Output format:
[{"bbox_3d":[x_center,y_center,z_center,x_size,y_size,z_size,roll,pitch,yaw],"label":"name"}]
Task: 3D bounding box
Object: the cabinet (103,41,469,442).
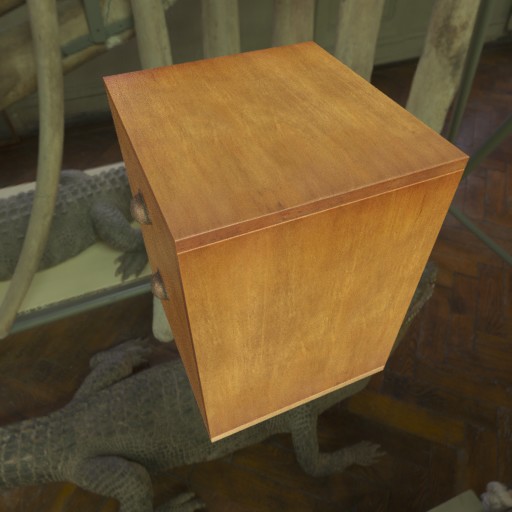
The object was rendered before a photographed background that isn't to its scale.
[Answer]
[{"bbox_3d":[0.000,0.000,0.833,0.401,0.579,0.409,-17,49,-16],"label":"cabinet"}]
